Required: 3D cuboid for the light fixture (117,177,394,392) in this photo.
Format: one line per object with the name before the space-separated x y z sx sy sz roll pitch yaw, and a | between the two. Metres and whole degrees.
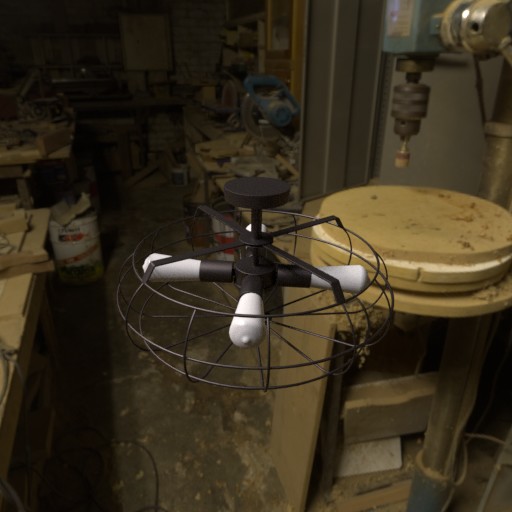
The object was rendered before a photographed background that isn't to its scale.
light fixture | 0.000 0.000 0.939 0.582 0.311 0.582 0 26 0
